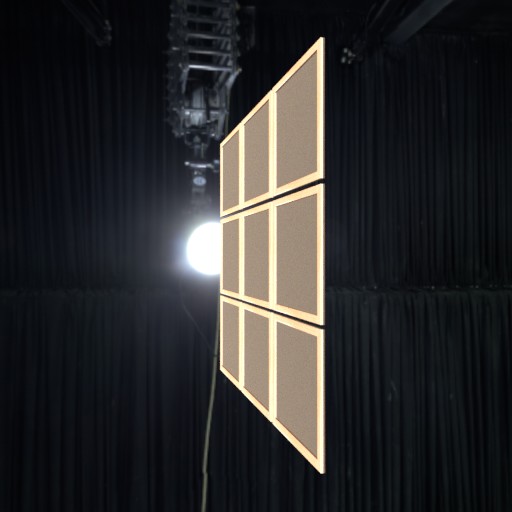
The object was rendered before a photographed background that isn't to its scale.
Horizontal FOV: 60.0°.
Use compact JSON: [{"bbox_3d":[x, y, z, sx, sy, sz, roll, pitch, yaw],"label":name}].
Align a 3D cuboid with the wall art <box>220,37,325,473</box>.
[{"bbox_3d":[0.000,0.000,1.816,0.013,1.218,1.216,0,0,-18],"label":"wall art"}]
